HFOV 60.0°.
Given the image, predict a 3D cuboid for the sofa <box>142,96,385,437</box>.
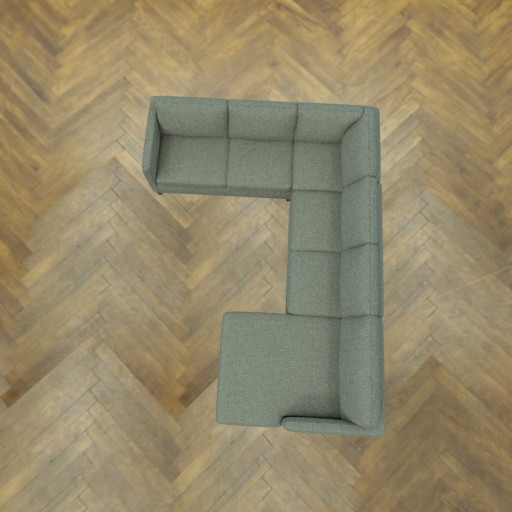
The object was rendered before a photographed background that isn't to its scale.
[{"bbox_3d":[0.000,0.000,4.661,2.551,0.889,3.403,3,75,1],"label":"sofa"}]
